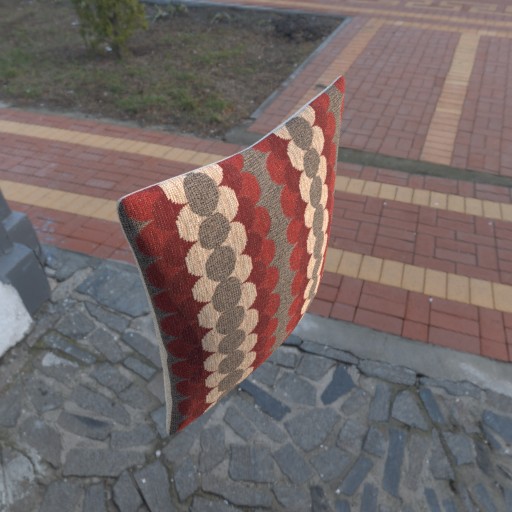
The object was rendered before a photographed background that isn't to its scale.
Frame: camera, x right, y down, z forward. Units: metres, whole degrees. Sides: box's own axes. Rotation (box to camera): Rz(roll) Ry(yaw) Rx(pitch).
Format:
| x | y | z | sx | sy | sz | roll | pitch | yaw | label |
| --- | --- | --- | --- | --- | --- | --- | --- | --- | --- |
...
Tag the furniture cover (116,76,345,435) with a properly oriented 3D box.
| x | y | z | sx | sy | sz | roll | pitch | yaw | label |
| --- | --- | --- | --- | --- | --- | --- | --- | --- | --- |
| 0.000 | 0.000 | 0.660 | 0.145 | 0.420 | 0.435 | 26 | 47 | 27 | furniture cover |
